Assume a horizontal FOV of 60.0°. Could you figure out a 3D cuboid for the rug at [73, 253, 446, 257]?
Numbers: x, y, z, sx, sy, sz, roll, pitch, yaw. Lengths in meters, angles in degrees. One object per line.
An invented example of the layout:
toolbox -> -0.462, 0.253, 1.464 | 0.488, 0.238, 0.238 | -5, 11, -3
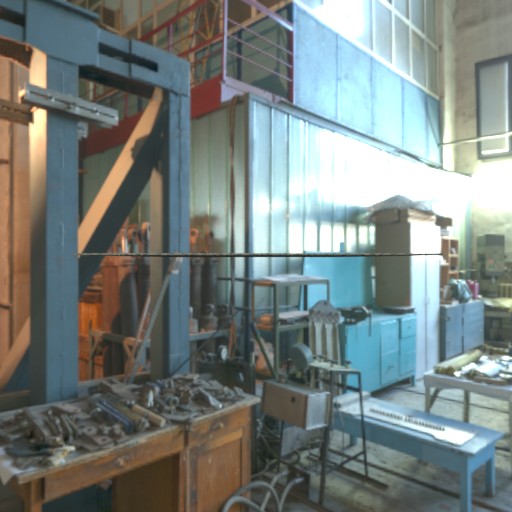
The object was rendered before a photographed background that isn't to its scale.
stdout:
rug -> 0.000, 0.000, 3.028 | 1.526, 0.008, 2.441 | 0, 0, -1
